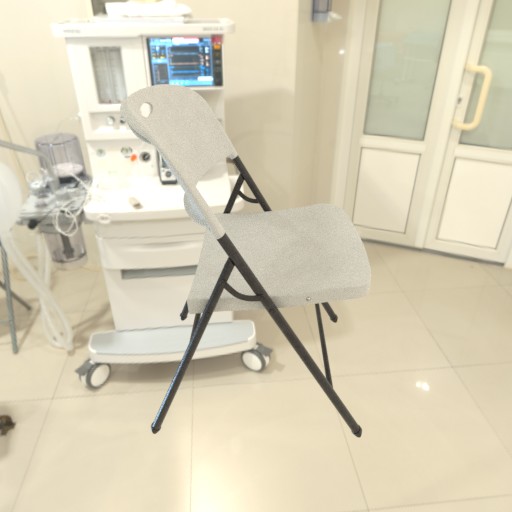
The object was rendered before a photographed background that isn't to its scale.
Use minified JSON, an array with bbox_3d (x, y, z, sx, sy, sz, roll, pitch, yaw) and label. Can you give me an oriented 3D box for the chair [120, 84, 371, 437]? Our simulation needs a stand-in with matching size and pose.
[{"bbox_3d":[0.000,0.000,1.162,0.566,0.810,0.494,1,32,1],"label":"chair"}]
